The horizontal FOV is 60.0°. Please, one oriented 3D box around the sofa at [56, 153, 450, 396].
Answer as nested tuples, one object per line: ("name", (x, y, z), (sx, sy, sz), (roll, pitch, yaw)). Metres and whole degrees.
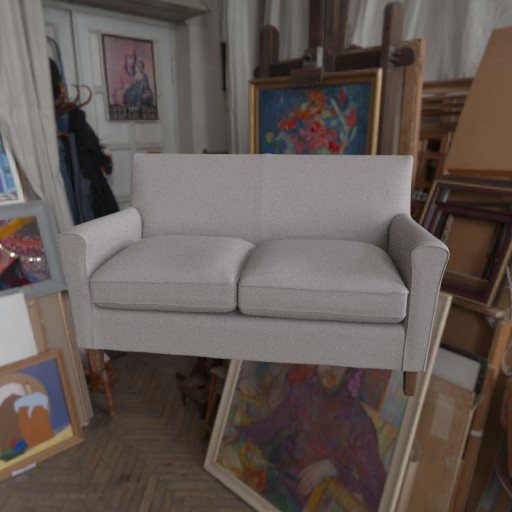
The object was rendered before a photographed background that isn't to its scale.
("sofa", (0.000, 0.000, 2.056), (1.482, 0.890, 0.888), (2, 16, 8))
